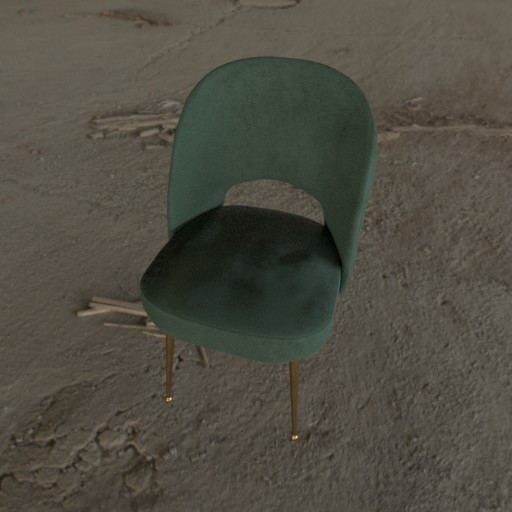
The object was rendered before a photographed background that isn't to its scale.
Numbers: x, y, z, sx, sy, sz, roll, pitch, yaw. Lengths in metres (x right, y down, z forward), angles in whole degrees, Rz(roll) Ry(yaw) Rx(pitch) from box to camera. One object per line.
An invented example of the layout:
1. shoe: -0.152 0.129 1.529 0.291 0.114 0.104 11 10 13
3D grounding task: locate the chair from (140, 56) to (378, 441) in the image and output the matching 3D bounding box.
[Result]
1. chair: 0.000 0.000 1.200 0.527 0.860 0.577 12 42 13
